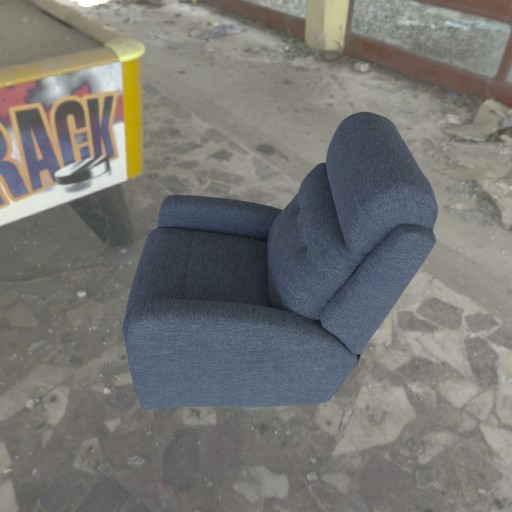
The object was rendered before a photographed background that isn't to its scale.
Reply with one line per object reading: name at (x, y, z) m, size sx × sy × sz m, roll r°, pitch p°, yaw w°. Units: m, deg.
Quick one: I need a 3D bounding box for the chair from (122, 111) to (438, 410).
chair at (0.000, 0.000, 1.739) m, size 1.043 × 1.013 × 0.798 m, roll 0°, pitch 41°, yaw 0°
